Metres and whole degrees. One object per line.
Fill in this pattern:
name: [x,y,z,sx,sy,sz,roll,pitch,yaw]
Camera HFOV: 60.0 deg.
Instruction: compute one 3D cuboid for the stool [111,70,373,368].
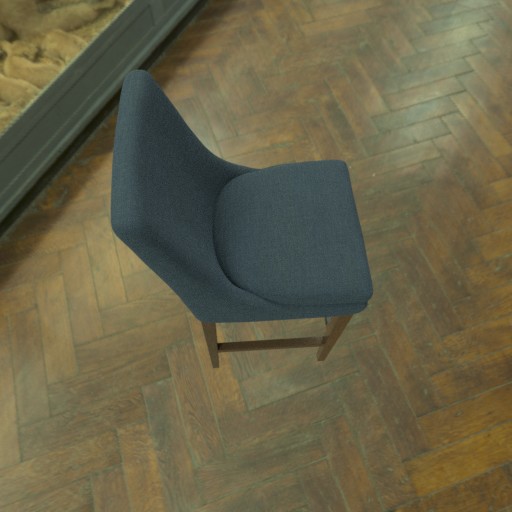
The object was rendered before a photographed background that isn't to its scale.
stool: [0.000,0.000,1.356,0.577,1.078,0.470,-4,63,-2]
